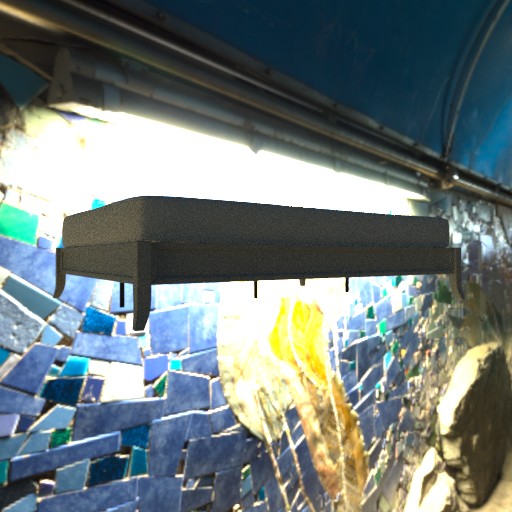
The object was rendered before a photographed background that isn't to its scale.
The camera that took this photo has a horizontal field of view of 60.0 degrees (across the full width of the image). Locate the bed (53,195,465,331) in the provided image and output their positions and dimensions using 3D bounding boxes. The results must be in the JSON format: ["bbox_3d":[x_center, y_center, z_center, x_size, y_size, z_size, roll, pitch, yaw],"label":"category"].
[{"bbox_3d":[0.000,0.000,2.643,1.985,0.510,1.460,0,0,-35],"label":"bed"}]
